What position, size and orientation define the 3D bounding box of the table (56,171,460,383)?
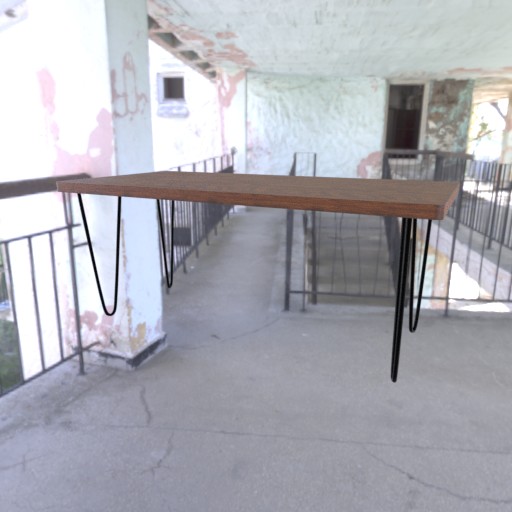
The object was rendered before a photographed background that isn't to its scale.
[{"bbox_3d":[0.000,0.000,2.276,1.791,0.753,0.883,7,16,26],"label":"table"}]
